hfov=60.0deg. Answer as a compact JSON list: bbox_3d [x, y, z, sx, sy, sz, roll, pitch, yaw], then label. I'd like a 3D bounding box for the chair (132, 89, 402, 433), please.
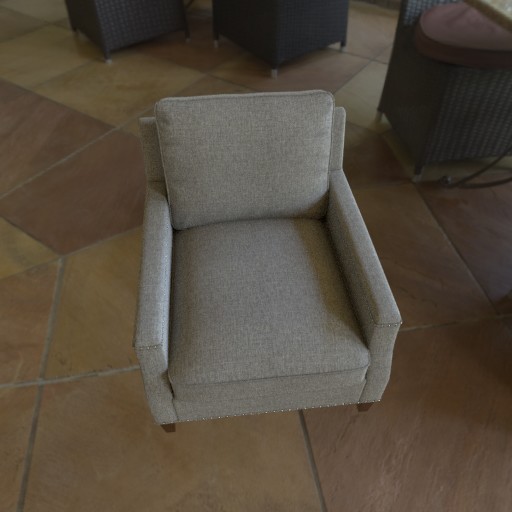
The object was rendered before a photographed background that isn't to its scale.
[{"bbox_3d":[0.000,0.000,1.715,0.853,0.943,1.014,-5,47,-4],"label":"chair"}]
